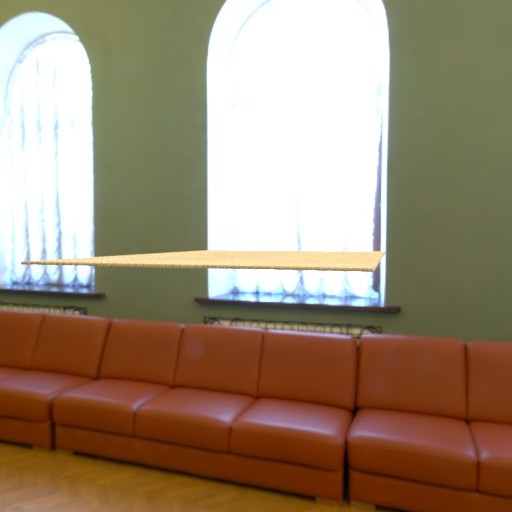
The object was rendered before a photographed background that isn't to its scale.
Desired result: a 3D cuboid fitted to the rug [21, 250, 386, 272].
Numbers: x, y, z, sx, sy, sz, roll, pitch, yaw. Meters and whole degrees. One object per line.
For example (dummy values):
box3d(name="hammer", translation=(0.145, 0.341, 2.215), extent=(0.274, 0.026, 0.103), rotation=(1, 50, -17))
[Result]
box3d(name="rug", translation=(0.000, 0.000, 2.756), extent=(1.509, 0.013, 2.144), rotation=(1, 2, 17))
